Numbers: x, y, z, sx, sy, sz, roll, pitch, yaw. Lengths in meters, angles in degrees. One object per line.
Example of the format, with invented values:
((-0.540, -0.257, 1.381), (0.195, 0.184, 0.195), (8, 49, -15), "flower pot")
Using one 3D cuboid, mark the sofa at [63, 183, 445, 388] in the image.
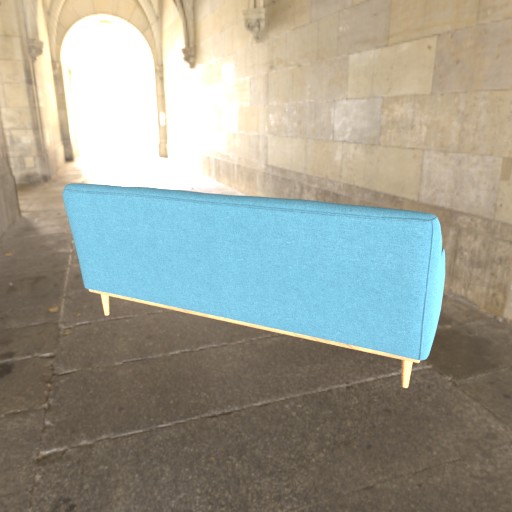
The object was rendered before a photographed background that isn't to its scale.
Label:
((0.000, 0.000, 2.620), (2.057, 0.871, 0.978), (8, 19, 25), "sofa")
